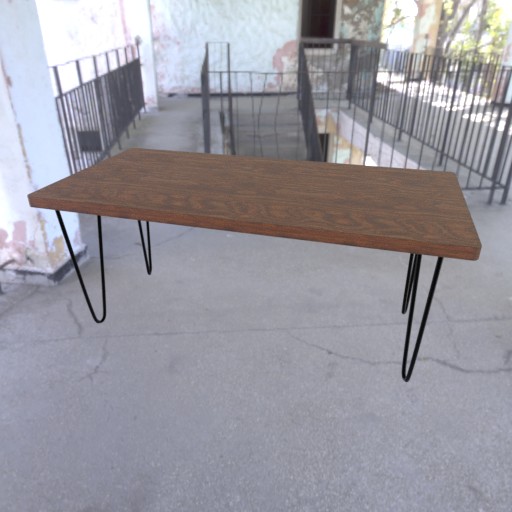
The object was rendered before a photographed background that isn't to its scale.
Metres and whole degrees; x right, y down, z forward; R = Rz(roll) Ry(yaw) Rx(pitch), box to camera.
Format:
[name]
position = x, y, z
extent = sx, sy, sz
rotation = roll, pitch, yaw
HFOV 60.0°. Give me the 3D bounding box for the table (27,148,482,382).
[table]
position = 0.000, 0.000, 2.207
extent = 1.791, 0.753, 0.883
rotation = 8, 28, 14
